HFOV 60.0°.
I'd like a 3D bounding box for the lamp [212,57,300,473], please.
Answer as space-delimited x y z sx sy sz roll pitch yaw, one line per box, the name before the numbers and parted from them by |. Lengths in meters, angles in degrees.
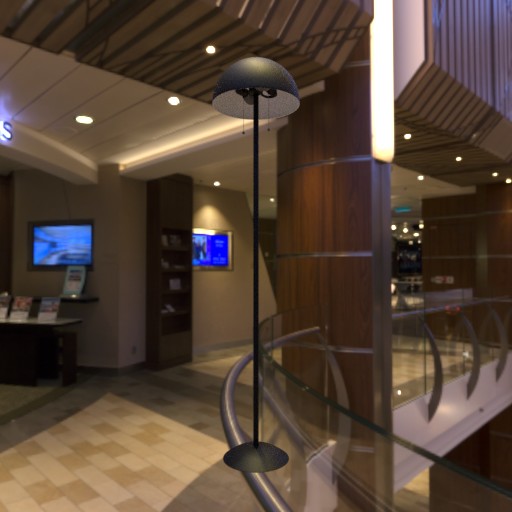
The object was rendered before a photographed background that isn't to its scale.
lamp | 0.000 0.000 1.647 0.328 1.480 0.328 0 -2 -1
